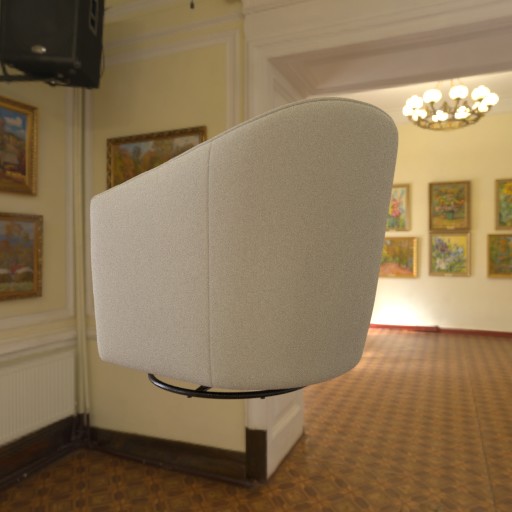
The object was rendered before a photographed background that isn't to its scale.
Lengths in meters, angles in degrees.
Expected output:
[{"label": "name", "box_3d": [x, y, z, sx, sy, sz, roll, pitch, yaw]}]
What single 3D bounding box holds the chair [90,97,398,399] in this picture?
[{"label": "chair", "box_3d": [0.000, 0.000, 1.453, 0.875, 0.799, 0.747, 1, 1, 36]}]
